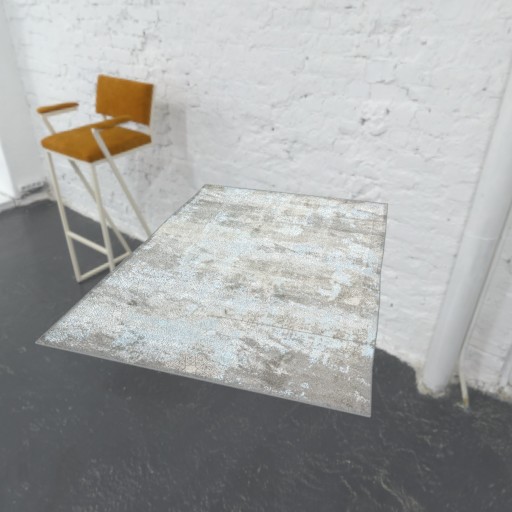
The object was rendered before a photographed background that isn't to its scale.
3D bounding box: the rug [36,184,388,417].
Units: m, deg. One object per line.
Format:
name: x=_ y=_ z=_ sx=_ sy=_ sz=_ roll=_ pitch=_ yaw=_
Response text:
rug: x=0.000 y=0.000 z=4.306 sx=2.393 sy=0.013 sz=3.307 roll=8 pitch=31 yaw=14
